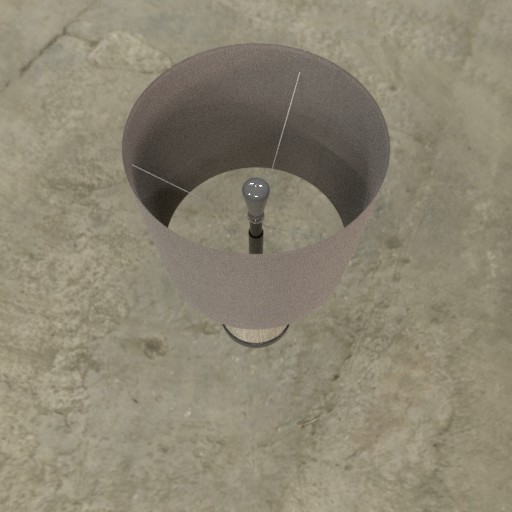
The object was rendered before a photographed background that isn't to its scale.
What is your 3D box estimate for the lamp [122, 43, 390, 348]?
[{"bbox_3d":[0.000,0.000,0.588,0.229,0.470,0.229,-34,69,-15],"label":"lamp"}]
